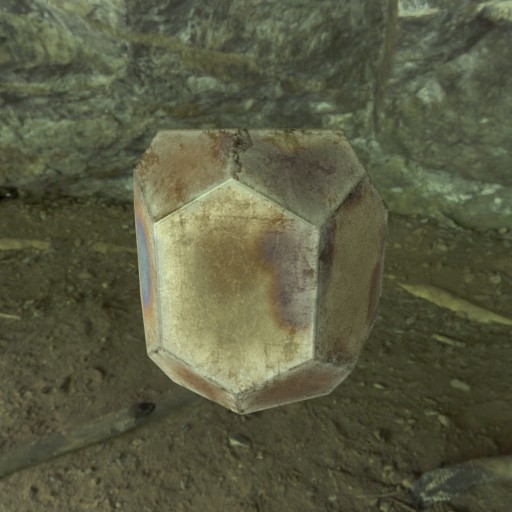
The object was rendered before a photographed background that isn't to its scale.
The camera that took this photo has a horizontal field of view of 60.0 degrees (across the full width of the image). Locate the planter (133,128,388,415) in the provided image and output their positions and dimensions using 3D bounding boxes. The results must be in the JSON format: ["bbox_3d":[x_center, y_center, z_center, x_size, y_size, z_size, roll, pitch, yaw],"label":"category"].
[{"bbox_3d":[0.000,0.000,0.434,0.243,0.238,0.221,2,15,8],"label":"planter"}]
